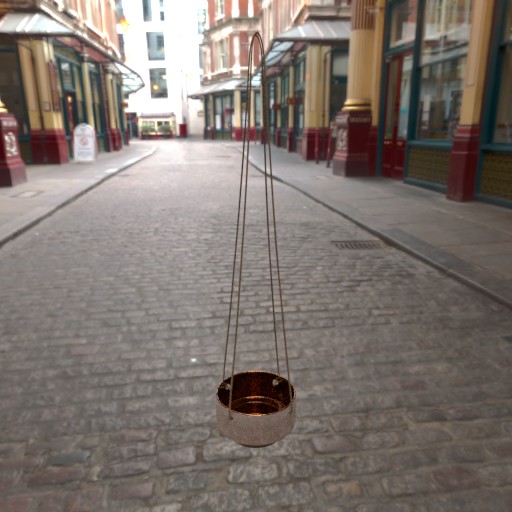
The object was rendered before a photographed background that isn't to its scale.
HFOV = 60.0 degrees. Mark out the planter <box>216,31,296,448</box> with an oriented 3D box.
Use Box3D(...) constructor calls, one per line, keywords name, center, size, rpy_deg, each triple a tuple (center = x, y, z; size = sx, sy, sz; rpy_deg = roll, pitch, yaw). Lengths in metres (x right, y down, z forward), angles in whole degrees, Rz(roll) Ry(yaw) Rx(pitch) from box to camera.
Box3D(name="planter", center=(0.000, 0.000, 1.125), size=(0.223, 1.030, 0.223), rpy_deg=(-3, 16, -9))
